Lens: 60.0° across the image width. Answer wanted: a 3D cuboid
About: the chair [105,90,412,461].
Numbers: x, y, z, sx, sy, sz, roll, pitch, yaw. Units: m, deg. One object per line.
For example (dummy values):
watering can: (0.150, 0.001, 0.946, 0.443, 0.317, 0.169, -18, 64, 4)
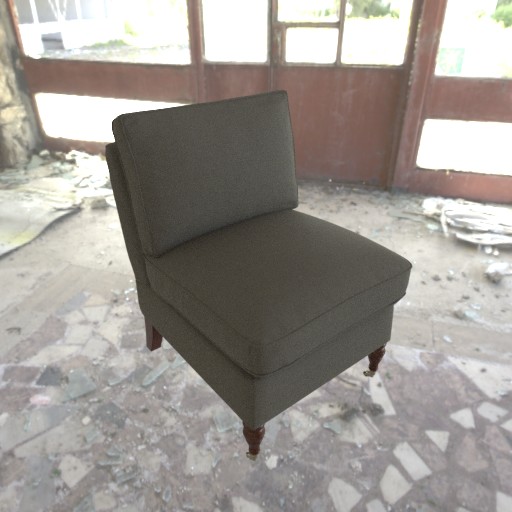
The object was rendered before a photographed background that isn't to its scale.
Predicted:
chair: (0.000, 0.000, 1.656, 0.724, 1.045, 0.924, -22, 36, -32)
